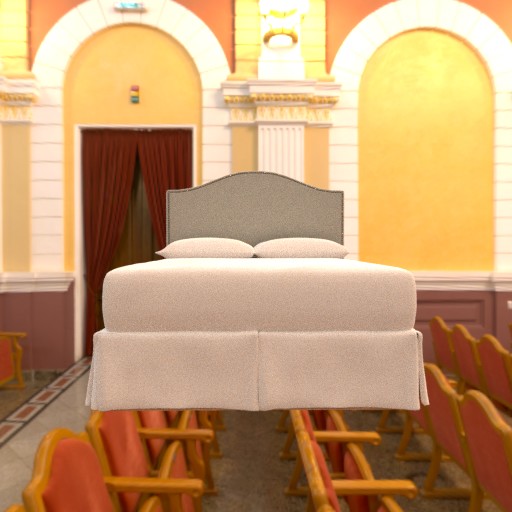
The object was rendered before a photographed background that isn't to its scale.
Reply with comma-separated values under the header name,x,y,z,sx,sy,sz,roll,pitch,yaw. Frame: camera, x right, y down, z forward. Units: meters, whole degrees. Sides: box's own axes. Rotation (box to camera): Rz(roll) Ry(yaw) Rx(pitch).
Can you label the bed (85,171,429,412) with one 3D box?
name,x,y,z,sx,sy,sz,roll,pitch,yaw
bed,0.000,0.000,3.330,1.813,1.607,2.180,0,1,-1
